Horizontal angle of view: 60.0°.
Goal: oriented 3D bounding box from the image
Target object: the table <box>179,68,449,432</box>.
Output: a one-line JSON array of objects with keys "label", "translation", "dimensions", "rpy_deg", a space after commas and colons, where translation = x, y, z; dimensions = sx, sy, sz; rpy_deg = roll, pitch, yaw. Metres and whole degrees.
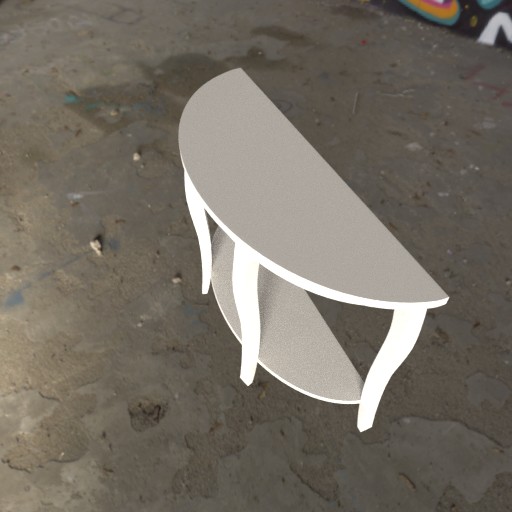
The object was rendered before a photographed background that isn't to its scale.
[{"label": "table", "translation": [0.000, 0.000, 1.578], "dimensions": [0.394, 0.780, 1.219], "rpy_deg": [-17, 50, -16]}]
